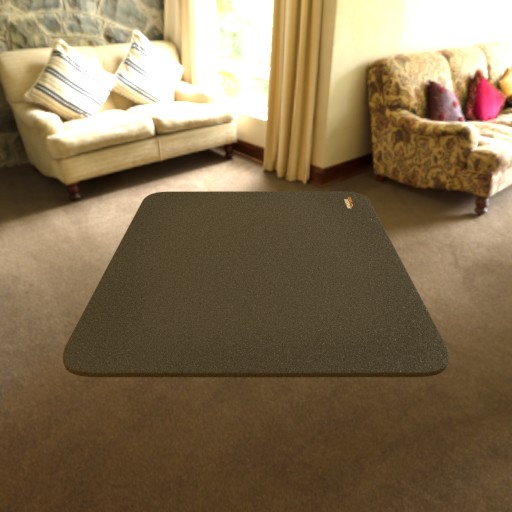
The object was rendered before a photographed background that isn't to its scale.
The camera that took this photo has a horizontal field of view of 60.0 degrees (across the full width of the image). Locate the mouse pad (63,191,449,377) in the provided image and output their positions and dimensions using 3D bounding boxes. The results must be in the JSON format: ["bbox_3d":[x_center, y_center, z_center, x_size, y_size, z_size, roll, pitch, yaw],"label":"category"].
[{"bbox_3d":[0.000,0.000,0.317,0.203,0.003,0.229,0,31,0],"label":"mouse pad"}]
